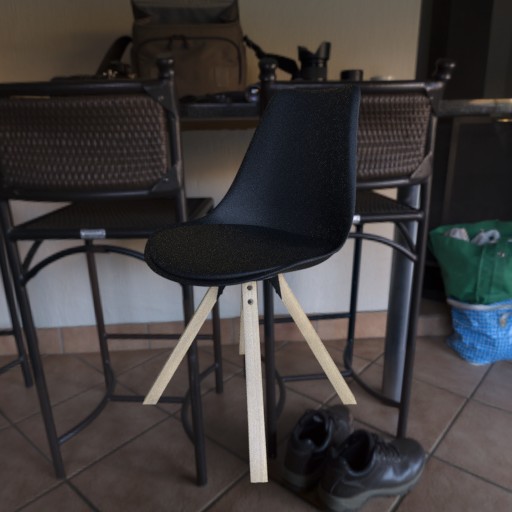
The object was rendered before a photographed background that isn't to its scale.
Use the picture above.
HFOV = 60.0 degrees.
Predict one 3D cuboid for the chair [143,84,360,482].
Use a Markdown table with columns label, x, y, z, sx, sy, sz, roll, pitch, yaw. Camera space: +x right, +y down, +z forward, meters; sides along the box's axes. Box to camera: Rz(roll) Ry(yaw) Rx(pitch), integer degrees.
| label | x | y | z | sx | sy | sz | roll | pitch | yaw |
| --- | --- | --- | --- | --- | --- | --- | --- | --- | --- |
| chair | 0.000 | 0.000 | 1.147 | 0.485 | 0.850 | 0.549 | 15 | 22 | 40 |
